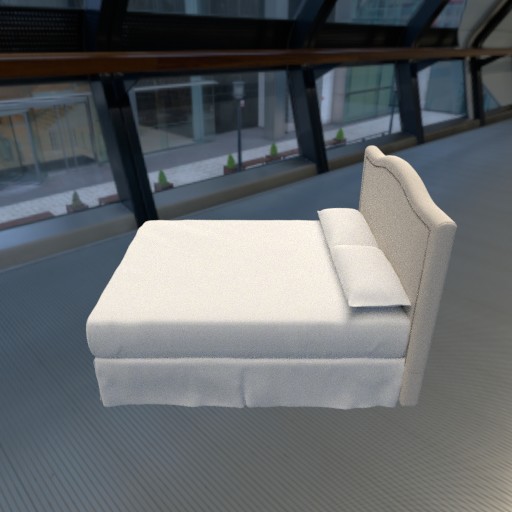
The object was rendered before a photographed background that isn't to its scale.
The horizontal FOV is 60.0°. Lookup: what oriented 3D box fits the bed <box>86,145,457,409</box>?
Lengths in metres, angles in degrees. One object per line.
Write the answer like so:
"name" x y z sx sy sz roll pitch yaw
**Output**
"bed" 0.000 0.000 3.377 2.143 1.460 1.753 0 27 0
